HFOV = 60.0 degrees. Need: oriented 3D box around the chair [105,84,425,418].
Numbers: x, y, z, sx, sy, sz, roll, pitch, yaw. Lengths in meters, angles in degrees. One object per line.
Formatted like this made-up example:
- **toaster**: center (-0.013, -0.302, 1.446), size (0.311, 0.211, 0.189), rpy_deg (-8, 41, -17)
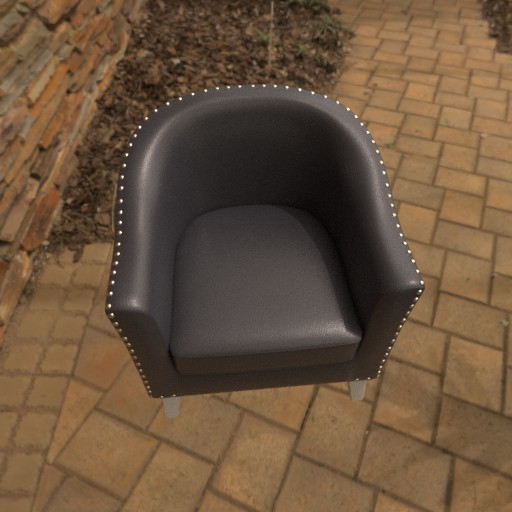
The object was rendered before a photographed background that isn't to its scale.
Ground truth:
- **chair**: center (0.000, 0.000, 1.457), size (0.794, 0.823, 0.748), rpy_deg (-4, 47, -4)
